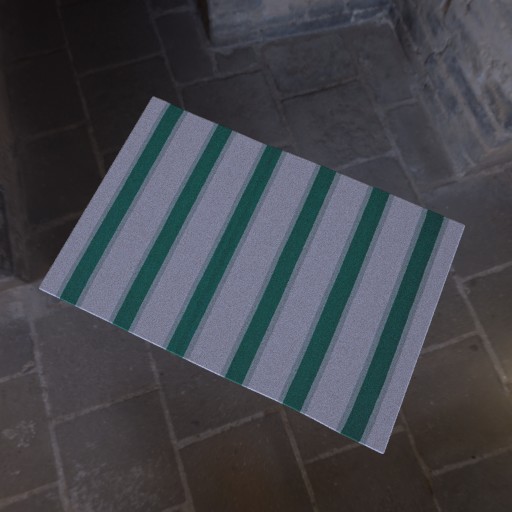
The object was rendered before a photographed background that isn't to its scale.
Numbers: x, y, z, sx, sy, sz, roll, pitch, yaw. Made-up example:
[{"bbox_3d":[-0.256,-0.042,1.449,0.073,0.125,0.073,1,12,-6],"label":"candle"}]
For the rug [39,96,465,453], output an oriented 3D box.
[{"bbox_3d":[0.000,0.000,2.255,1.829,0.012,1.210,24,76,6],"label":"rug"}]
